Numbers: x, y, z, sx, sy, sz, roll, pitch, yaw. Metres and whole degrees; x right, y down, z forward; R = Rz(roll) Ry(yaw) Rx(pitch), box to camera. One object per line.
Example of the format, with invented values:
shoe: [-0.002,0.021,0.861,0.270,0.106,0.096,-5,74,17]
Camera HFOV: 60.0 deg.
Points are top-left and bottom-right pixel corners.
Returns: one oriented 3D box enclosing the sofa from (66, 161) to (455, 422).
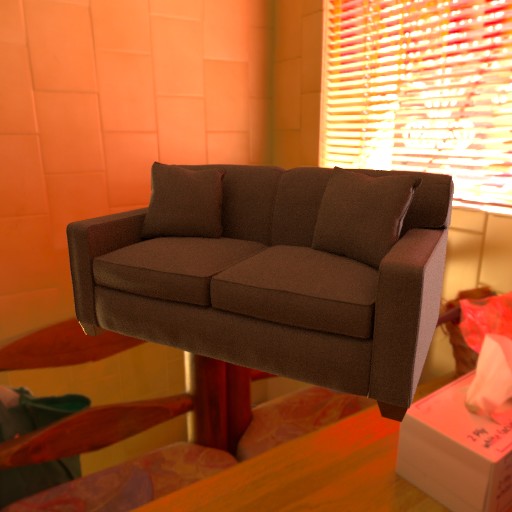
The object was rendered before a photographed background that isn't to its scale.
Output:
sofa: [0.000,0.000,2.406,1.846,0.958,1.000,8,17,27]
